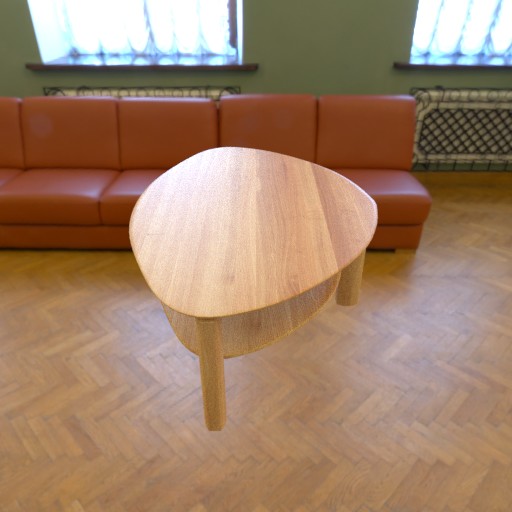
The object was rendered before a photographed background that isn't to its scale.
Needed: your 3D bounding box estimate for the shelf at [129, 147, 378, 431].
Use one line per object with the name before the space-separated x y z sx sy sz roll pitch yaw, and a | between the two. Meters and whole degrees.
shelf | 0.000 0.000 1.678 0.845 0.440 1.246 0 32 0
